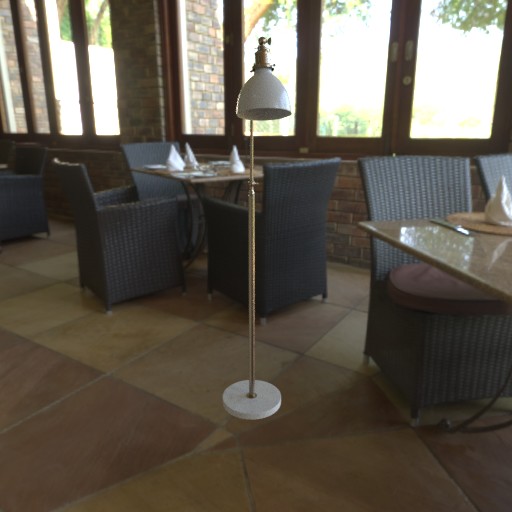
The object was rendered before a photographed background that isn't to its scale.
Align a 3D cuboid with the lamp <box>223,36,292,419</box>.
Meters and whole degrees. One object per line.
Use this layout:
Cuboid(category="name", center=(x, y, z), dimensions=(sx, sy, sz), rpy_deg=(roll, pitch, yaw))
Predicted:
Cuboid(category="lamp", center=(0.000, 0.000, 1.825), dimensions=(0.288, 1.586, 0.599), rpy_deg=(-2, 16, -7))
